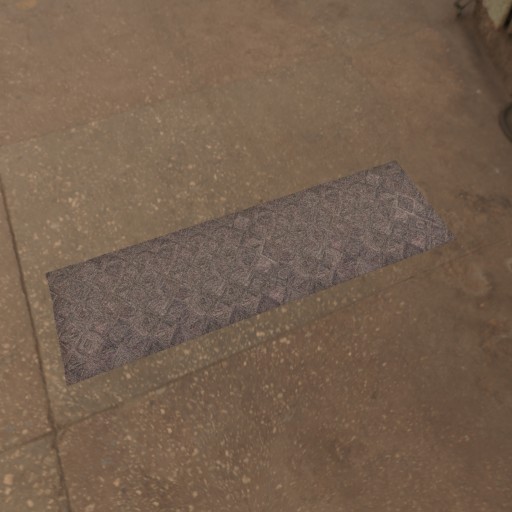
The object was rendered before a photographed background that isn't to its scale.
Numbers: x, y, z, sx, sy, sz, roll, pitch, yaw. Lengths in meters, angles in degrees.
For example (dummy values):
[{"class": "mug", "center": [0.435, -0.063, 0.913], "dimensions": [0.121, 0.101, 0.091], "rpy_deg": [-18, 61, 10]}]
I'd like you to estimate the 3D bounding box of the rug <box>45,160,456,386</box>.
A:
[{"class": "rug", "center": [0.000, 0.000, 2.568], "dimensions": [2.296, 0.011, 0.691], "rpy_deg": [-19, 60, -11]}]
